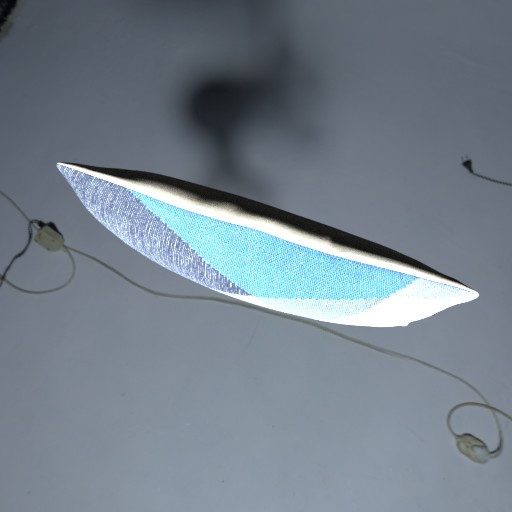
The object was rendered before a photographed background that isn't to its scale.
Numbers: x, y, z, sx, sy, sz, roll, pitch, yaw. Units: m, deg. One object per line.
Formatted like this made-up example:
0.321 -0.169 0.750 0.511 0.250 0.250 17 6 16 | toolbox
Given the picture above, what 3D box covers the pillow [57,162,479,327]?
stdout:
0.000 0.000 0.731 0.604 0.307 0.148 18 75 5 | pillow
